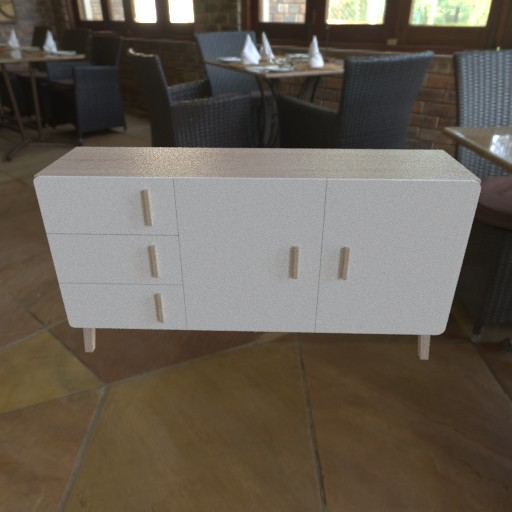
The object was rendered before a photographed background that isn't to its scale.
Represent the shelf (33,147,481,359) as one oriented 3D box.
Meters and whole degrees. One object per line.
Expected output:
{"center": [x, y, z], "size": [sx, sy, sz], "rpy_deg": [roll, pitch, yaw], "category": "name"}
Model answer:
{"center": [0.000, 0.000, 1.812], "size": [1.490, 0.780, 0.400], "rpy_deg": [1, 29, 2], "category": "shelf"}
